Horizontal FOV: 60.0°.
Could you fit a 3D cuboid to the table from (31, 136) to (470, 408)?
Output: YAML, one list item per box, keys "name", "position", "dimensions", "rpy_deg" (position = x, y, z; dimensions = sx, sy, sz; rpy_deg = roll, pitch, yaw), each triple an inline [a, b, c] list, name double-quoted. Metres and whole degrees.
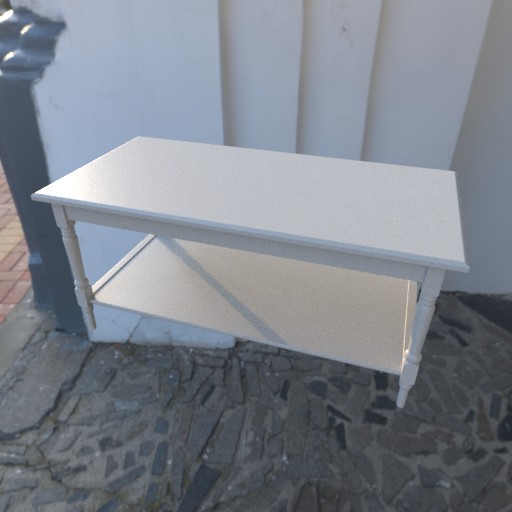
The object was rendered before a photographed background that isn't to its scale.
- name: "table"
  position: [0.000, 0.000, 1.409]
  dimensions: [1.109, 0.506, 0.551]
  rpy_deg: [10, 34, 16]
